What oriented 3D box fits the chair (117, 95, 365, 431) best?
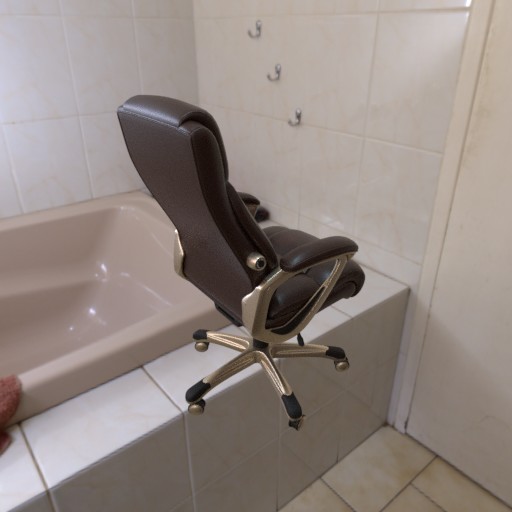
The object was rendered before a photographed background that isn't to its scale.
[{"bbox_3d":[0.000,0.000,1.685,0.749,1.194,0.692,-19,32,-32],"label":"chair"}]
